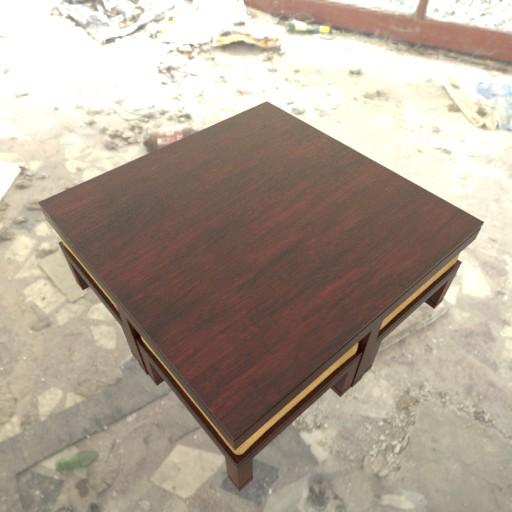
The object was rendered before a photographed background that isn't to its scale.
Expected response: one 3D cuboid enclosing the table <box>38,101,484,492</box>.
[{"bbox_3d":[0.000,0.000,1.343,0.865,0.356,0.865,-33,55,-27],"label":"table"}]
